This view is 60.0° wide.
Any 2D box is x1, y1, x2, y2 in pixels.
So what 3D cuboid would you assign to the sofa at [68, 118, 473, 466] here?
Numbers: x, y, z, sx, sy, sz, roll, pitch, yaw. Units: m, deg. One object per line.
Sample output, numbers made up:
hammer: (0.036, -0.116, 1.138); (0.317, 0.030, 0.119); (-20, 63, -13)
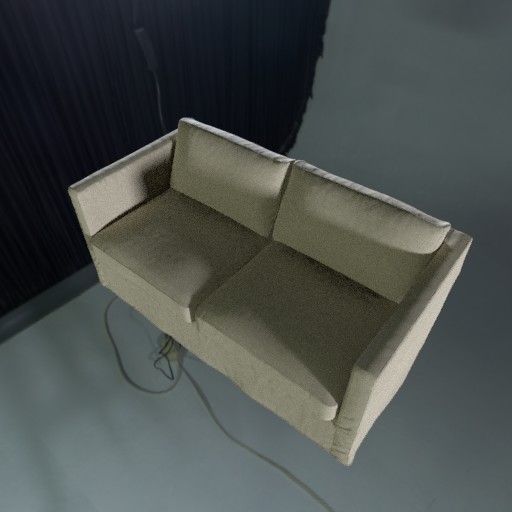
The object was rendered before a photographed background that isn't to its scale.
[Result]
sofa: (0.000, 0.000, 2.288); (1.766, 0.828, 0.956); (29, 51, 27)
